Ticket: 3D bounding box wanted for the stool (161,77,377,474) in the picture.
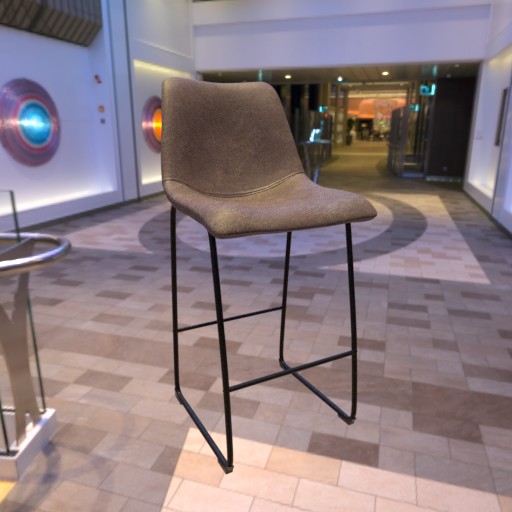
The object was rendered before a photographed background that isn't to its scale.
[{"bbox_3d":[0.000,0.000,1.394,0.514,1.082,0.561,-9,18,-28],"label":"stool"}]
